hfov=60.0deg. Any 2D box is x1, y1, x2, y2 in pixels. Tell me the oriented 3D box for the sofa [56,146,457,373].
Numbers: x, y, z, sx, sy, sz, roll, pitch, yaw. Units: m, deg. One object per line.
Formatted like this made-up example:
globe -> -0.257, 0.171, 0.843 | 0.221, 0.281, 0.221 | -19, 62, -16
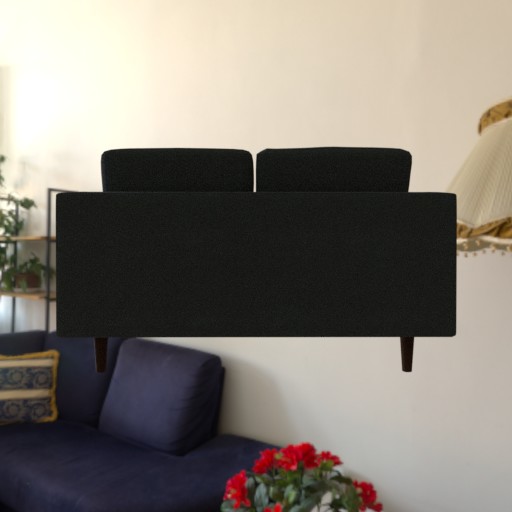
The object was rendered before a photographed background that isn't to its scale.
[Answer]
sofa -> 0.000, 0.000, 2.169 | 1.518, 0.930, 0.999 | 0, 1, 0
